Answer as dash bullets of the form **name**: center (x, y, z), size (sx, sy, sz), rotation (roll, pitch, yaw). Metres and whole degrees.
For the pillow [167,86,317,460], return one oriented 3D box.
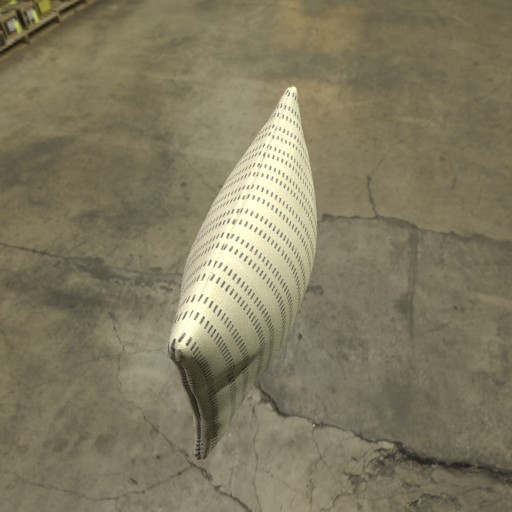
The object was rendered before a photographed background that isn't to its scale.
- **pillow**: center (0.000, 0.000, 0.817), size (0.210, 0.353, 0.640), rotation (11, 48, 10)
